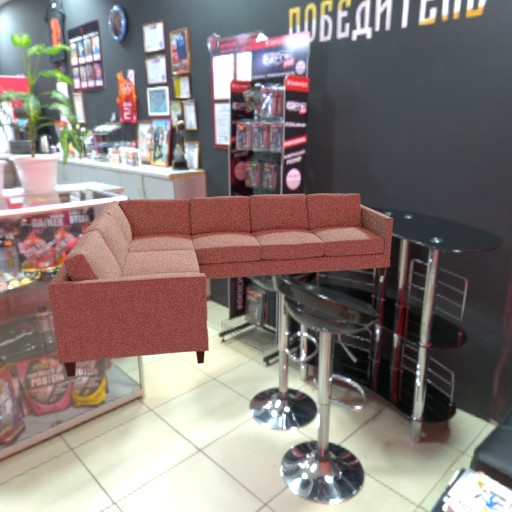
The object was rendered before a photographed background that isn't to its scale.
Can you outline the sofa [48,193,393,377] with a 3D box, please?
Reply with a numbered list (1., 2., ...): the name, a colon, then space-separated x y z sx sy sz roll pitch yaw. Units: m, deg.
1. sofa: 0.000 0.000 4.306 3.182 0.863 2.432 -3 17 -11
